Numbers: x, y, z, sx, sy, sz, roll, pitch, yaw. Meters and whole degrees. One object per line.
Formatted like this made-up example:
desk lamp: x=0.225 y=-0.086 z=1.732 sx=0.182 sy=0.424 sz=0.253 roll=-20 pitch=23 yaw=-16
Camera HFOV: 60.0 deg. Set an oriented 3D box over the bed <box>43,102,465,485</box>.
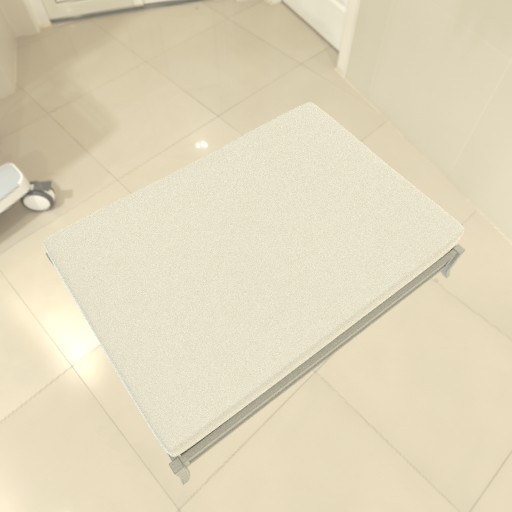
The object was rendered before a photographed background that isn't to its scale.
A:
bed: x=0.000 y=0.000 z=2.596 sx=1.985 sy=0.510 sz=1.460 roll=-32 pitch=64 yaw=-18
